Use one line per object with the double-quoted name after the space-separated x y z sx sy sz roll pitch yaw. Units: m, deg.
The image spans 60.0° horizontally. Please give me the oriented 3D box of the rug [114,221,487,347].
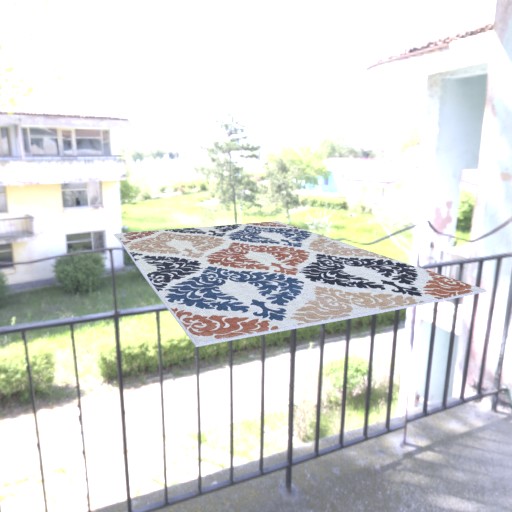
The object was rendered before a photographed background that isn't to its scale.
0.000 0.000 2.910 1.514 0.014 2.275 -6 15 -24 "rug"
